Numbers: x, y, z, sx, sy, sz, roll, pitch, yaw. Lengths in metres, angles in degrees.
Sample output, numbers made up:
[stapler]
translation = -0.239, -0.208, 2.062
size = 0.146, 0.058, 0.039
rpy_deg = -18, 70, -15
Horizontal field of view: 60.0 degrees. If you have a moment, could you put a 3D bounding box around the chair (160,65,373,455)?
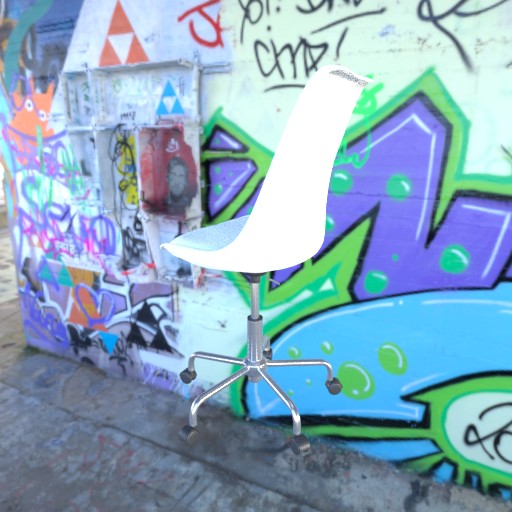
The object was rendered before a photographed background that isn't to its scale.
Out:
[chair]
translation = 0.000, 0.000, 1.238
size = 0.550, 0.930, 0.550
rpy_deg = 8, 18, 26
